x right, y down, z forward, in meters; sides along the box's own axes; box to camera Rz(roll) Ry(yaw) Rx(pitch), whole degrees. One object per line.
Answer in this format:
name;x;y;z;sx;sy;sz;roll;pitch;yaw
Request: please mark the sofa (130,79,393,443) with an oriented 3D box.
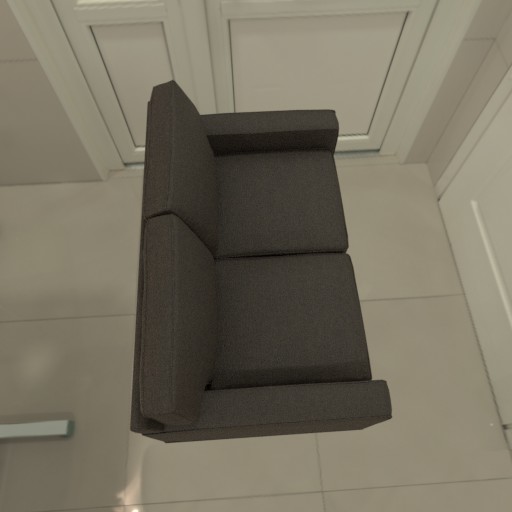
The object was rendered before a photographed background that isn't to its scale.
sofa;0.000;0.000;2.089;0.974;0.887;1.534;-3;64;-2
